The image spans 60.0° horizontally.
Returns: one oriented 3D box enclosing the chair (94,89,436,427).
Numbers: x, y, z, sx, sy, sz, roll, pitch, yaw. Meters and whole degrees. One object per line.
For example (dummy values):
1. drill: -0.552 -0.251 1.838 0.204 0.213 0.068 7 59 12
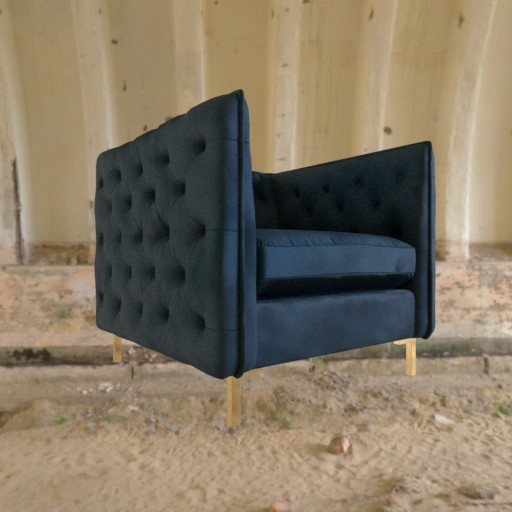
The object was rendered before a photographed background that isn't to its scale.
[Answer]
1. chair: 0.000 0.000 1.524 0.868 0.771 0.877 0 0 -37
